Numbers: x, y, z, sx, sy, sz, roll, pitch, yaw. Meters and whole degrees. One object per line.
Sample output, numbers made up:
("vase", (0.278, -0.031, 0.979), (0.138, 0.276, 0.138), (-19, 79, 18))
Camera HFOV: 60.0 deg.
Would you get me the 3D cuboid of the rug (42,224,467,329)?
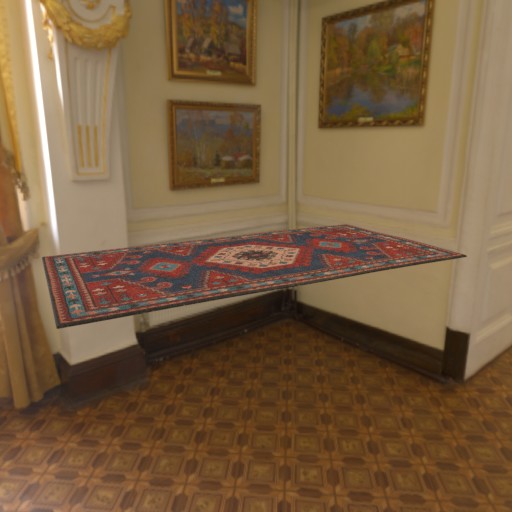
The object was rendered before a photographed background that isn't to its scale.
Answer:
("rug", (0.000, 0.000, 3.533), (3.032, 0.034, 1.522), (-8, 17, -27))
